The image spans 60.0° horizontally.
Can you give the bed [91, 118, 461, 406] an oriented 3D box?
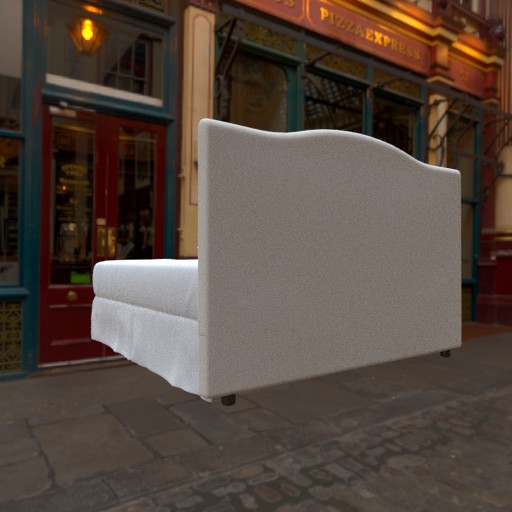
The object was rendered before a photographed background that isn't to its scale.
[{"bbox_3d":[0.000,0.000,3.453,2.083,1.421,2.182,0,0,-35],"label":"bed"}]
